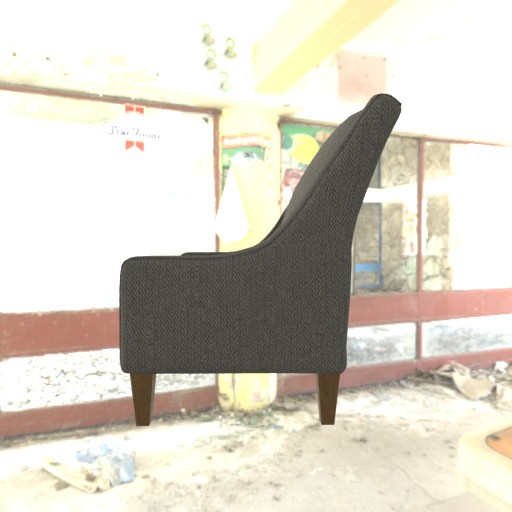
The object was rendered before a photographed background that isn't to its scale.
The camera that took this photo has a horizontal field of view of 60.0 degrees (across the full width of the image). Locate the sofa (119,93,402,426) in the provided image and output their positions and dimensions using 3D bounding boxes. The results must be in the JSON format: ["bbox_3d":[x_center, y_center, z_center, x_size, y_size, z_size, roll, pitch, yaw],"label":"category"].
[{"bbox_3d":[0.000,0.000,1.939,0.873,1.022,1.242,0,1,-1],"label":"sofa"}]
